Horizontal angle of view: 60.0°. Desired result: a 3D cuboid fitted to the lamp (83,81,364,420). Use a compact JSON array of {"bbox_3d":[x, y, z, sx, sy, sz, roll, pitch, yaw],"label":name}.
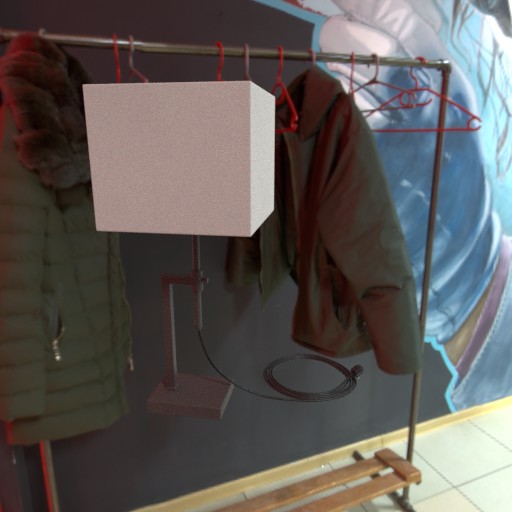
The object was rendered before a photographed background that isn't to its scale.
[{"bbox_3d":[0.000,0.000,0.954,0.504,0.660,0.399,3,15,10],"label":"lamp"}]
